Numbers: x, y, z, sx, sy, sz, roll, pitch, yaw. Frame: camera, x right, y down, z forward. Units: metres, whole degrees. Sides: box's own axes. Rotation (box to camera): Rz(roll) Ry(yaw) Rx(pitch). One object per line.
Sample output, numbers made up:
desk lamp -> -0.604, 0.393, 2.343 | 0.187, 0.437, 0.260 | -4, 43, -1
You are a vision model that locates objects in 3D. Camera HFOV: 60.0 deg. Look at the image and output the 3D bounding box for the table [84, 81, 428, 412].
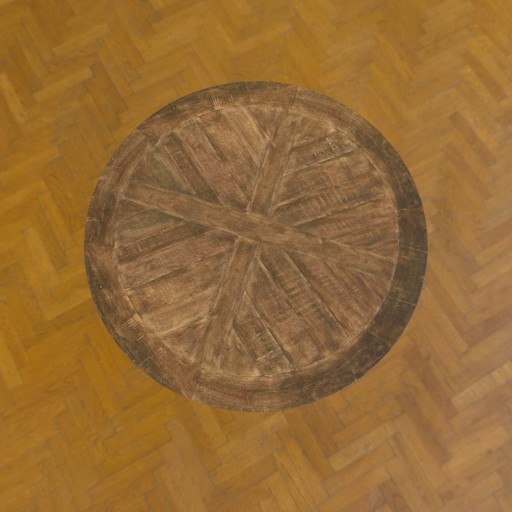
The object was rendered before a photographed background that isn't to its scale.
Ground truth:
table -> 0.000, 0.000, 2.001 | 1.264, 0.762, 1.264 | 0, 76, 0
